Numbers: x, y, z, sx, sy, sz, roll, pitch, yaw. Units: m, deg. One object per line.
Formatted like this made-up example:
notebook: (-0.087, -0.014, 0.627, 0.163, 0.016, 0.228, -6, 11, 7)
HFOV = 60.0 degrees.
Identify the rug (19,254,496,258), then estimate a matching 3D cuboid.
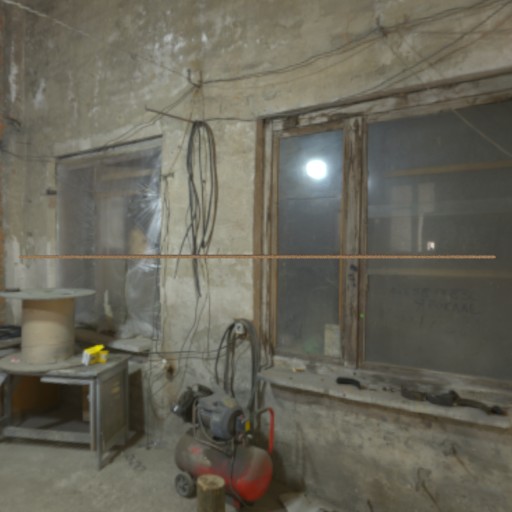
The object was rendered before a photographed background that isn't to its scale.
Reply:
rug: (0.000, 0.000, 2.874, 2.294, 0.014, 1.528, 0, 0, 0)
